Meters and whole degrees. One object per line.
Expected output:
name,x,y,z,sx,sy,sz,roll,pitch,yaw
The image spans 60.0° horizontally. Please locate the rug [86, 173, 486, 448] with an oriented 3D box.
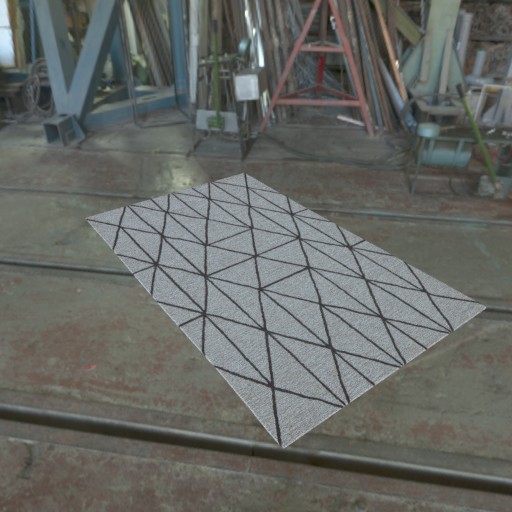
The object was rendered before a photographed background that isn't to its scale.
rug,0.000,0.000,3.032,1.526,0.008,2.465,-22,39,-30
